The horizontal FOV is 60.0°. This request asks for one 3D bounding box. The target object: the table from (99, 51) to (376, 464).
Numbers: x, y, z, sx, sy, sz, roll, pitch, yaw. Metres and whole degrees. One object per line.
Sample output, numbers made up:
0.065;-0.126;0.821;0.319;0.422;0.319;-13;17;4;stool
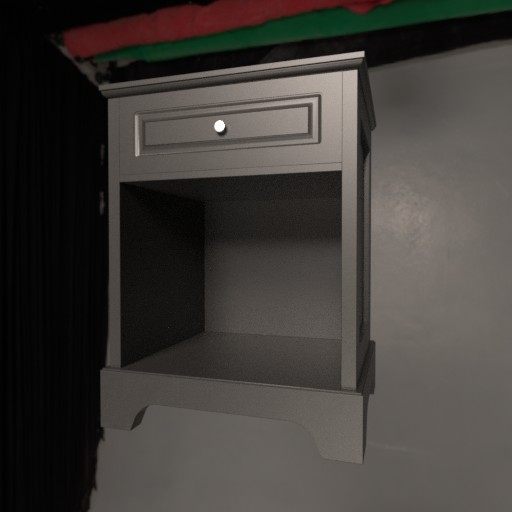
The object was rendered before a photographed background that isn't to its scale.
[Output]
0.000;0.000;0.911;0.460;0.610;0.399;0;1;18;table
